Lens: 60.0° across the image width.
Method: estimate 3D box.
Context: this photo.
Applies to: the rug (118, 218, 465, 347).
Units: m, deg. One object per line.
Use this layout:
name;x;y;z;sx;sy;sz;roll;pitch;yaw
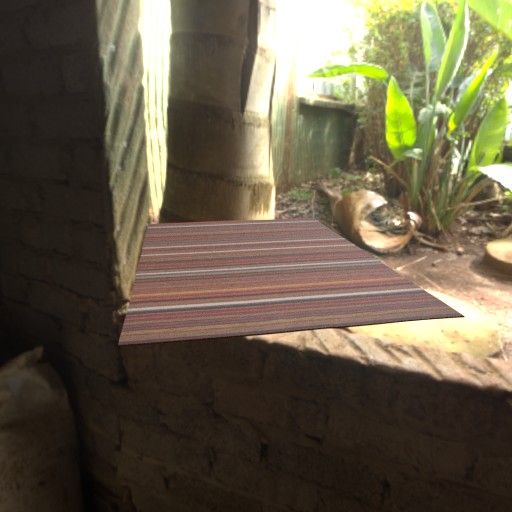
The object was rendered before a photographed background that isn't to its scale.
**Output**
rug;0.000;0.000;2.361;1.217;0.007;1.828;-3;17;-10
